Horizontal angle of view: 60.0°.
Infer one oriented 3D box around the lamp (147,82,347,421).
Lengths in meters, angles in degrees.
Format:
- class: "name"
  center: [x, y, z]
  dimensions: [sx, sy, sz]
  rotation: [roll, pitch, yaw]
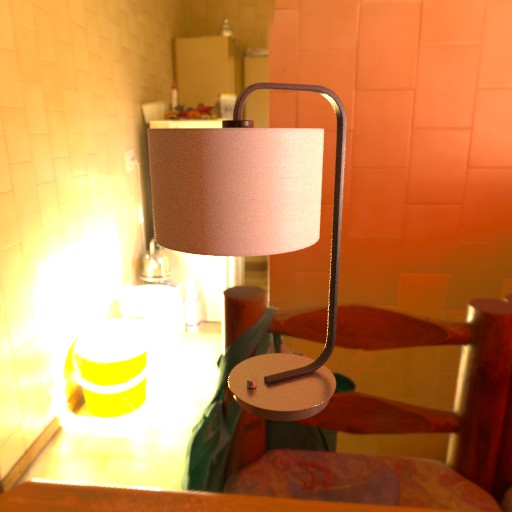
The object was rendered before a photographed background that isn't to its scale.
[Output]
- class: "lamp"
  center: [0.000, 0.000, 0.646]
  dimensions: [0.288, 0.473, 0.230]
  rotation: [-7, 17, -24]
